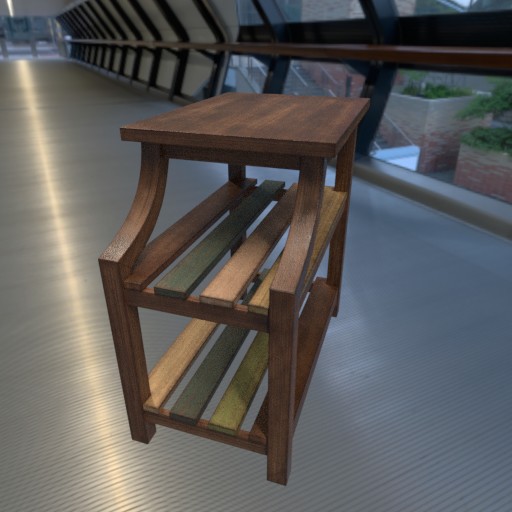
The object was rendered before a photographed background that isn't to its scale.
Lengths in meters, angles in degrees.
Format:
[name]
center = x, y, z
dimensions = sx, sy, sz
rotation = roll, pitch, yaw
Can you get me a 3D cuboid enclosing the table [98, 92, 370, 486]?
[table]
center = 0.000, 0.000, 0.955
dimensions = 0.356, 0.584, 0.609
rotation = 9, 28, 16
